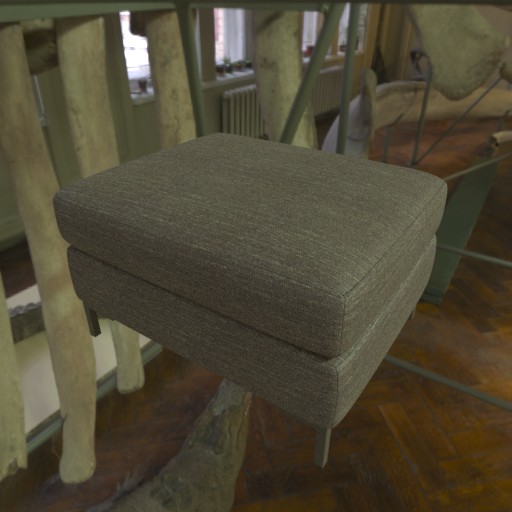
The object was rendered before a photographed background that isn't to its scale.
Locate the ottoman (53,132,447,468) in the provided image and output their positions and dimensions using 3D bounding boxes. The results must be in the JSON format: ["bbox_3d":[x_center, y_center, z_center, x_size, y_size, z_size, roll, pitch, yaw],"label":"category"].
[{"bbox_3d":[0.000,0.000,1.216,0.820,0.490,0.671,19,36,29],"label":"ottoman"}]
